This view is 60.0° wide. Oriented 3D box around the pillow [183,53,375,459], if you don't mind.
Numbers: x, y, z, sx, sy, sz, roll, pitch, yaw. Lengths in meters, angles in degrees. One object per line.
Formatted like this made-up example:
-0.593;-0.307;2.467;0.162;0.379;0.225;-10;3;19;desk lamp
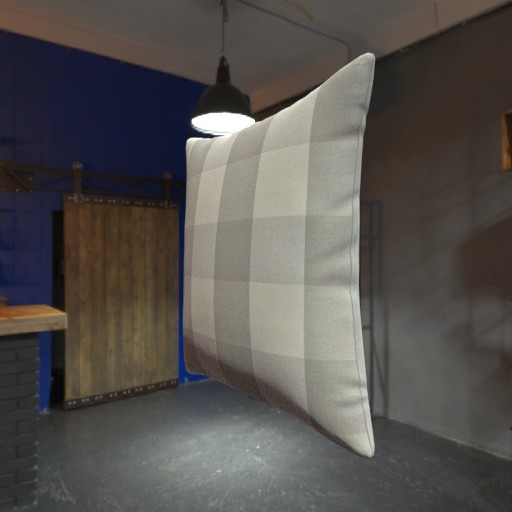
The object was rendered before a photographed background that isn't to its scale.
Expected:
0.000;0.000;0.760;0.161;0.509;0.511;0;0;-35;pillow
